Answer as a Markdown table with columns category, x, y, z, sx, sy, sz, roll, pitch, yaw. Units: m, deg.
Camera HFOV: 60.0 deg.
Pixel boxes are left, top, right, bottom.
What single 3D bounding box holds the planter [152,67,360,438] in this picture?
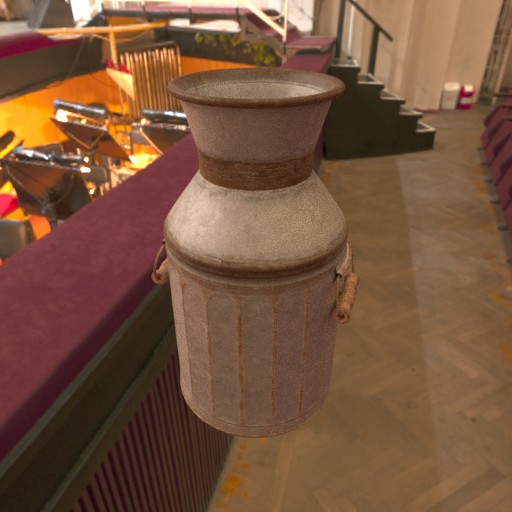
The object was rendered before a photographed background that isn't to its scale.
| category | x | y | z | sx | sy | sz | roll | pitch | yaw |
| --- | --- | --- | --- | --- | --- | --- | --- | --- | --- |
| planter | 0.000 | 0.000 | 0.531 | 0.245 | 0.396 | 0.214 | 10 | 33 | 16 |
